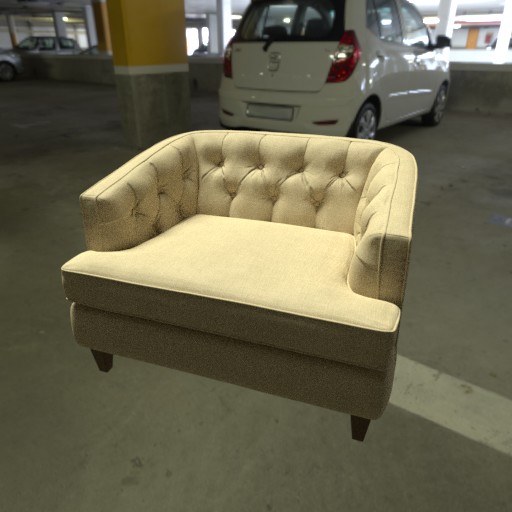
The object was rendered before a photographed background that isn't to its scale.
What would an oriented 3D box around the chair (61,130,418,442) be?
[{"bbox_3d":[0.000,0.000,1.708,1.118,0.787,0.914,9,27,18],"label":"chair"}]
